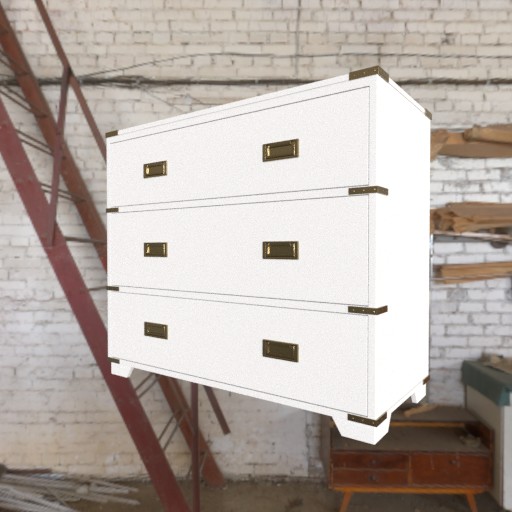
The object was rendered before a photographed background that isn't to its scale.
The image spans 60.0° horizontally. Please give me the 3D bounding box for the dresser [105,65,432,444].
[{"bbox_3d":[0.000,0.000,1.505,1.022,0.891,0.460,1,1,36],"label":"dresser"}]
